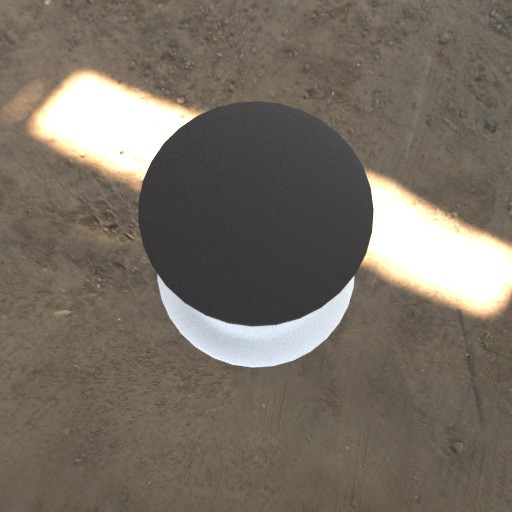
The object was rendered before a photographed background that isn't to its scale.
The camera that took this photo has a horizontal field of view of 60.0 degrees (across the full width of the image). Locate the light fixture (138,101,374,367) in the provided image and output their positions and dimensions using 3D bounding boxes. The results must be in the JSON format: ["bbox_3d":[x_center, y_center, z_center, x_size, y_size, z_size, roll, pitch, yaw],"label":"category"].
[{"bbox_3d":[0.000,0.000,0.405,0.197,0.254,0.197,0,75,0],"label":"light fixture"}]
